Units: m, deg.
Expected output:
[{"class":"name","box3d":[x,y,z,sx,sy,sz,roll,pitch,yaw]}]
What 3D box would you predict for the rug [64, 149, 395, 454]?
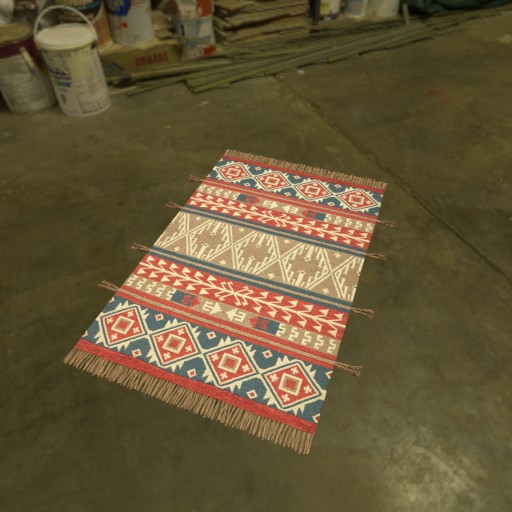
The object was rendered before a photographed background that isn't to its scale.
[{"class":"rug","box3d":[0.000,0.000,3.176,1.778,0.048,2.450,15,47,14]}]
